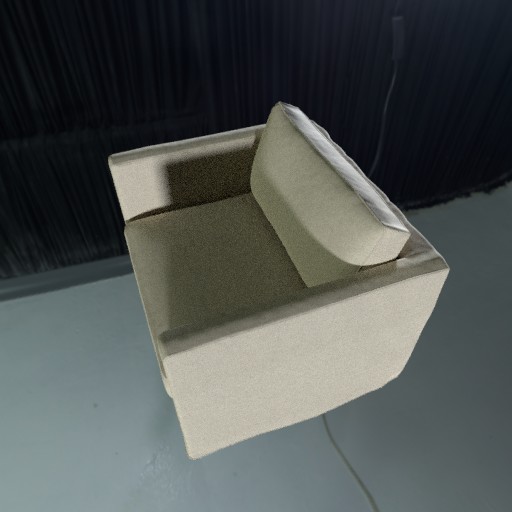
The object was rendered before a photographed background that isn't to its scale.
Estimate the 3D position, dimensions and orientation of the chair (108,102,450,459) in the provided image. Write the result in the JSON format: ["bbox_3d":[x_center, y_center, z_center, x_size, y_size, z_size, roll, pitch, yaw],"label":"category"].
[{"bbox_3d":[0.000,0.000,1.787,0.949,0.867,1.057,-15,48,-15],"label":"chair"}]
